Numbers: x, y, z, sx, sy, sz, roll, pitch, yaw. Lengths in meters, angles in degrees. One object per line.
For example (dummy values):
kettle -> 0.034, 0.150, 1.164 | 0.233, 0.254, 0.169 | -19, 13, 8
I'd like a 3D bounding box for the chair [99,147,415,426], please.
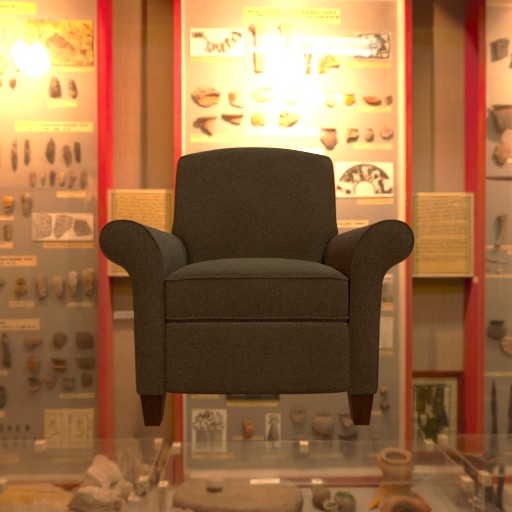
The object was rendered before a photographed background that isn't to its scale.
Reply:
chair -> 0.000, 0.000, 1.803 | 0.978, 1.061, 0.905 | 0, 1, -1
